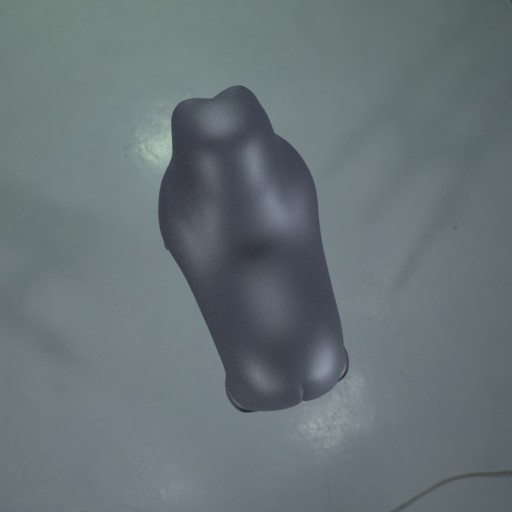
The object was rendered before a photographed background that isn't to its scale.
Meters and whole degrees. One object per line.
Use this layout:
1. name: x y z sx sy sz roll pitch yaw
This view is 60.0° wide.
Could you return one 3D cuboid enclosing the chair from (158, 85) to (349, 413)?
1. chair: 0.000 0.000 1.113 0.490 0.600 0.758 -18 76 -5
